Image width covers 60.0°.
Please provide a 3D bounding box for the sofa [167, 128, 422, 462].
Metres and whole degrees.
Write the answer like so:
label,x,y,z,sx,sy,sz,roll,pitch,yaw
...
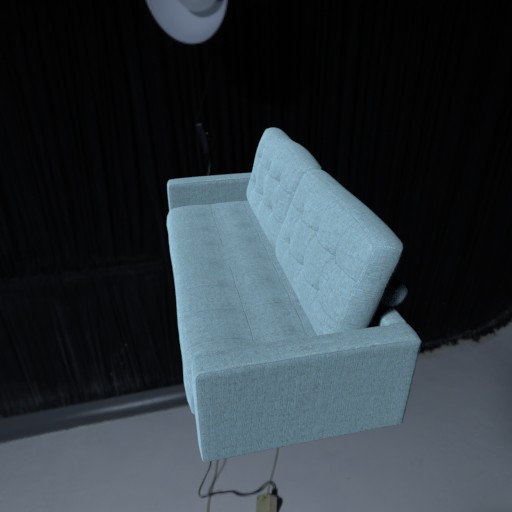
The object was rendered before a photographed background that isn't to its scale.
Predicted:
label,x,y,z,sx,sy,sz,roll,pitch,yaw
sofa,0.000,0.000,2.556,0.966,1.050,2.010,-6,31,-11
